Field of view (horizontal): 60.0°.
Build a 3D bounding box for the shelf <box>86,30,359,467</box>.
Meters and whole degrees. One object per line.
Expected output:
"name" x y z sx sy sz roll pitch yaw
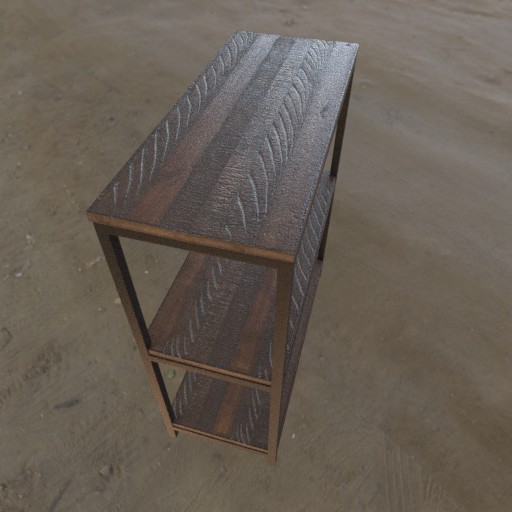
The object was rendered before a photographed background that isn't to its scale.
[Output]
"shelf" 0.000 0.000 1.313 0.352 0.947 0.822 12 48 11
